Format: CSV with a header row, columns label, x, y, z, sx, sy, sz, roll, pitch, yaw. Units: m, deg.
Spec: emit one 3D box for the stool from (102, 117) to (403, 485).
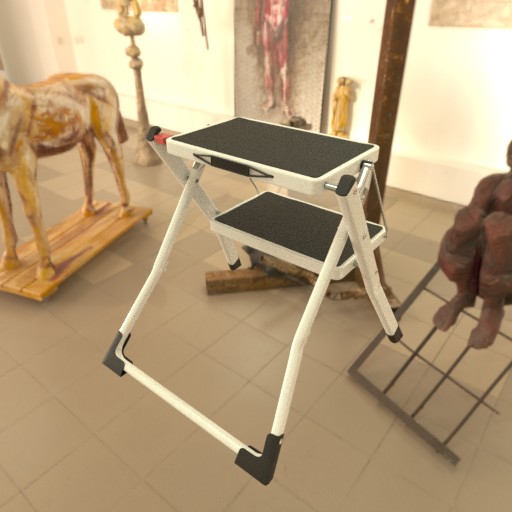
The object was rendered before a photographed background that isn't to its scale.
label,x,y,z,sx,sy,sz,roll,pitch,yaw
stool,0.000,0.000,0.847,0.485,0.445,0.490,22,38,32
